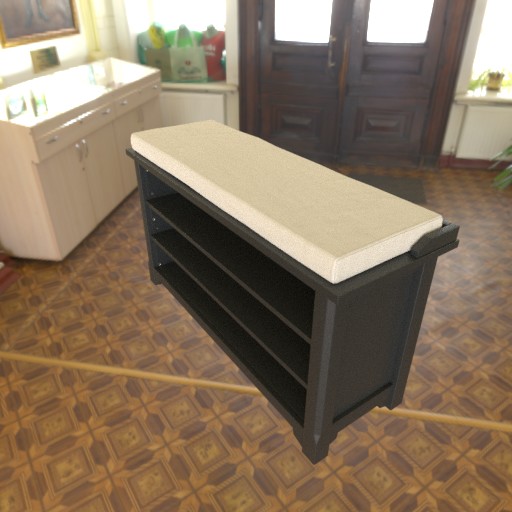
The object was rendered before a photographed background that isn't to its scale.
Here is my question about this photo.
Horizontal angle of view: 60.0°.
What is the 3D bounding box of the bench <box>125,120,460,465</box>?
[{"bbox_3d":[0.000,0.000,1.283,0.345,0.561,0.973,-20,37,-29],"label":"bench"}]
